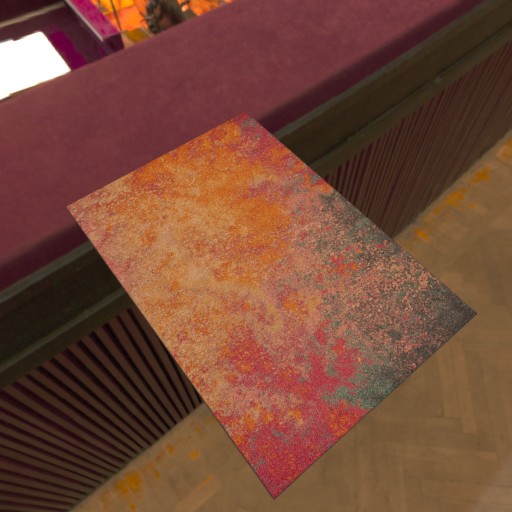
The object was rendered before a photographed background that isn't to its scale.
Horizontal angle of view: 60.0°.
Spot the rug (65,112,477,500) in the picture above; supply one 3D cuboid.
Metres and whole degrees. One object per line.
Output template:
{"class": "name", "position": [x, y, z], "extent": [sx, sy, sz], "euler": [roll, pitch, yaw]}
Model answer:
{"class": "rug", "position": [0.000, 0.000, 3.635], "extent": [2.007, 0.013, 2.896], "euler": [-34, 64, -19]}
